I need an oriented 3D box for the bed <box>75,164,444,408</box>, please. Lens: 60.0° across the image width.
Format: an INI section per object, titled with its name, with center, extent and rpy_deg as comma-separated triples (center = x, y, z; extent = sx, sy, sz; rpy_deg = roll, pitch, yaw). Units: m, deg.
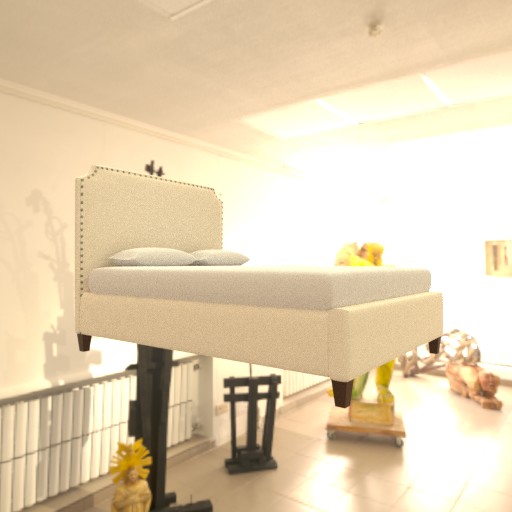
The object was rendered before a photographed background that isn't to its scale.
[bed]
center = 0.000, 0.000, 3.468
extent = 2.372, 1.497, 1.712
rpy_deg = -1, -1, 37
